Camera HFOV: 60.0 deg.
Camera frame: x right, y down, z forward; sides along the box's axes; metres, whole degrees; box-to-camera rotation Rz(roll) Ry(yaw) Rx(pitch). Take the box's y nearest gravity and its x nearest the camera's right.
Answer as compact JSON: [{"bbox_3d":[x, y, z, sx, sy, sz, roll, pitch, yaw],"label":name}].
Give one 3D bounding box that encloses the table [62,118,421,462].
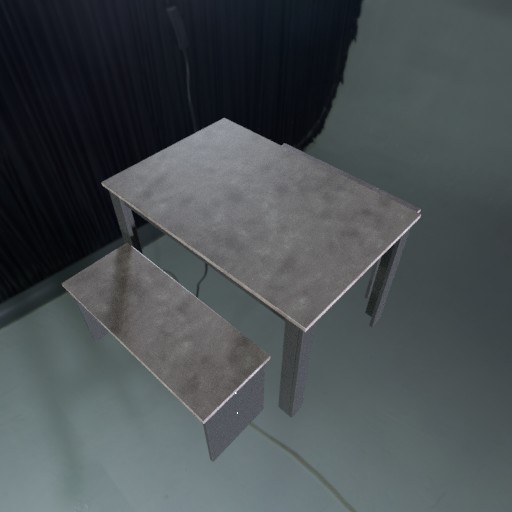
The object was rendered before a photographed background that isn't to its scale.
[{"bbox_3d":[0.000,0.000,2.064,1.100,0.700,1.443,34,55,28],"label":"table"}]
